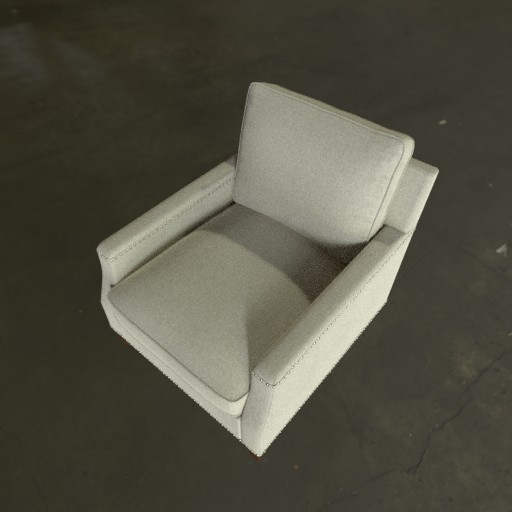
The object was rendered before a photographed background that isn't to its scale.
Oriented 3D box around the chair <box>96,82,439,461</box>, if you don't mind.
[{"bbox_3d":[0.000,0.000,1.719,0.853,0.943,1.014,32,54,26],"label":"chair"}]
